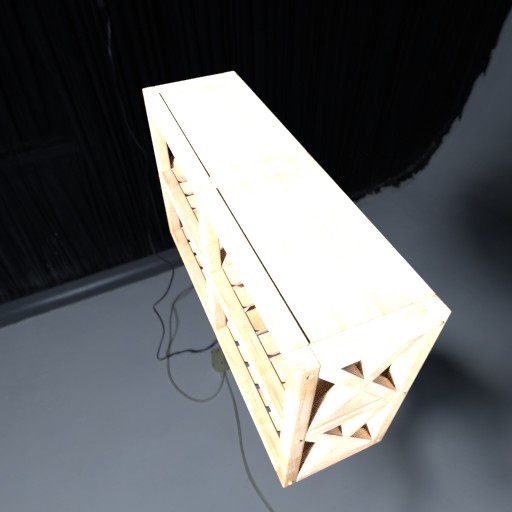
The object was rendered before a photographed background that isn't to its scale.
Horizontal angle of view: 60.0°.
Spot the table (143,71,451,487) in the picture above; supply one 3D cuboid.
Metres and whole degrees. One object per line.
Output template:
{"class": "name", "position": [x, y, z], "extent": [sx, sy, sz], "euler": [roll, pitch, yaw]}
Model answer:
{"class": "table", "position": [0.000, 0.000, 1.620], "extent": [0.381, 0.762, 1.320], "euler": [-18, 49, -16]}
